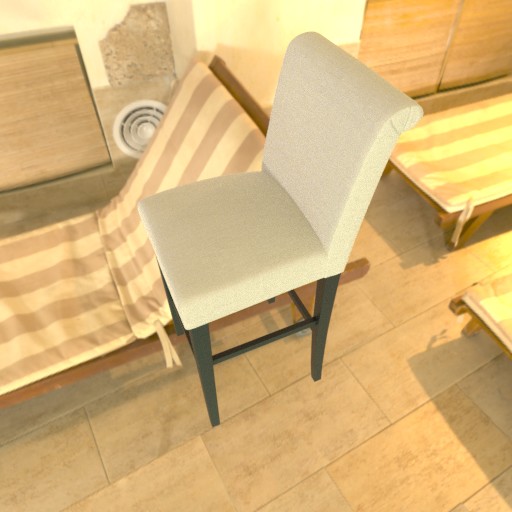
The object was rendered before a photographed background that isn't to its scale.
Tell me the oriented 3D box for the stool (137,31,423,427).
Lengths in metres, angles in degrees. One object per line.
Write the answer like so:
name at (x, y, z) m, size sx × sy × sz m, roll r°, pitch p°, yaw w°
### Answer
stool at (0.000, 0.000, 1.392) m, size 0.597 × 1.124 × 0.452 m, roll -18°, pitch 50°, yaw -16°
